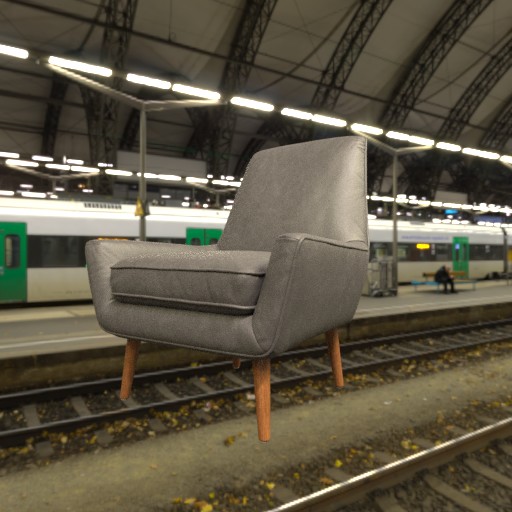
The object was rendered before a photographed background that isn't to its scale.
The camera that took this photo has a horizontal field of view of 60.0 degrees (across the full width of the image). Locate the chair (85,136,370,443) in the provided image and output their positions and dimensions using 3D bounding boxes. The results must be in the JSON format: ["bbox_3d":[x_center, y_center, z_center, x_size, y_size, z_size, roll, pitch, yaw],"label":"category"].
[{"bbox_3d":[0.000,0.000,1.481,0.787,0.888,0.822,0,0,36],"label":"chair"}]
